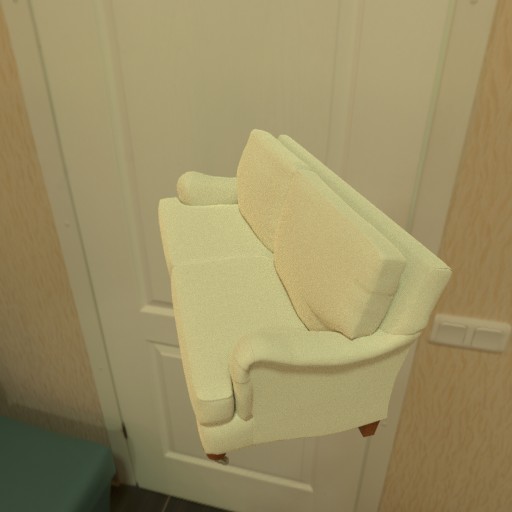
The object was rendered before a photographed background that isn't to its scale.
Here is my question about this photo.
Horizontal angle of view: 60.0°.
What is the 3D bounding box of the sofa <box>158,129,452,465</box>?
[{"bbox_3d":[0.000,0.000,2.733,1.086,1.087,2.159,-7,31,-13],"label":"sofa"}]
